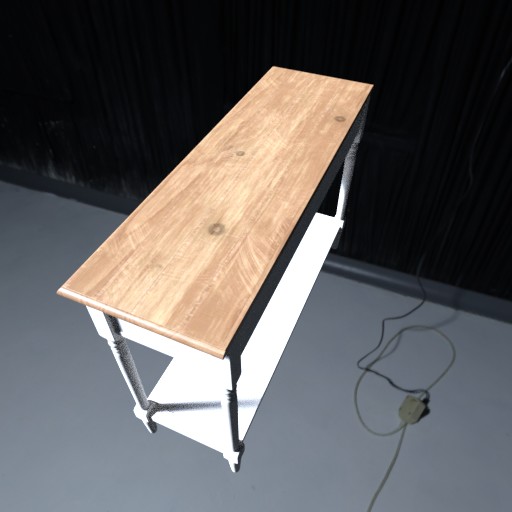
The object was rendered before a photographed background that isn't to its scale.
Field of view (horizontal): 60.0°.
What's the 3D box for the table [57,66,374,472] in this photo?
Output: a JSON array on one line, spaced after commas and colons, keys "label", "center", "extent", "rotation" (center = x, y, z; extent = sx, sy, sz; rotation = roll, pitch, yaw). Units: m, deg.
[{"label": "table", "center": [0.000, 0.000, 1.559], "extent": [0.399, 0.800, 1.219], "rotation": [18, 49, 16]}]
